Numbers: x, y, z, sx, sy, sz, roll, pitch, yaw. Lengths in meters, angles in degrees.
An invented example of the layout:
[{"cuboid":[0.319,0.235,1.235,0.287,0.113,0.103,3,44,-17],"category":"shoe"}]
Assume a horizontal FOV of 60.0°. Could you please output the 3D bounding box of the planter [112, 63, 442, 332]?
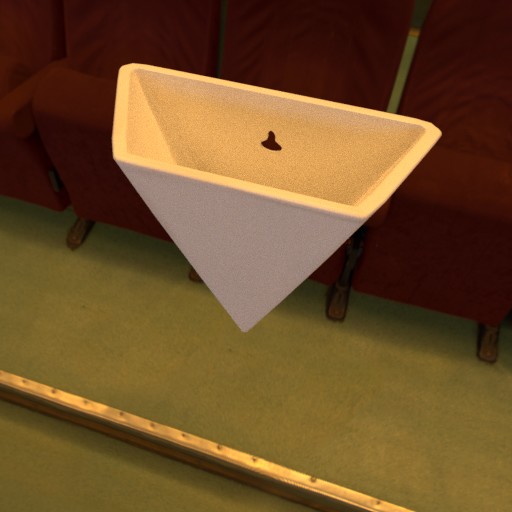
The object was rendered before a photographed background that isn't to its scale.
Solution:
[{"cuboid":[0.000,0.000,0.271,0.150,0.197,0.060,15,60,9],"category":"planter"}]
